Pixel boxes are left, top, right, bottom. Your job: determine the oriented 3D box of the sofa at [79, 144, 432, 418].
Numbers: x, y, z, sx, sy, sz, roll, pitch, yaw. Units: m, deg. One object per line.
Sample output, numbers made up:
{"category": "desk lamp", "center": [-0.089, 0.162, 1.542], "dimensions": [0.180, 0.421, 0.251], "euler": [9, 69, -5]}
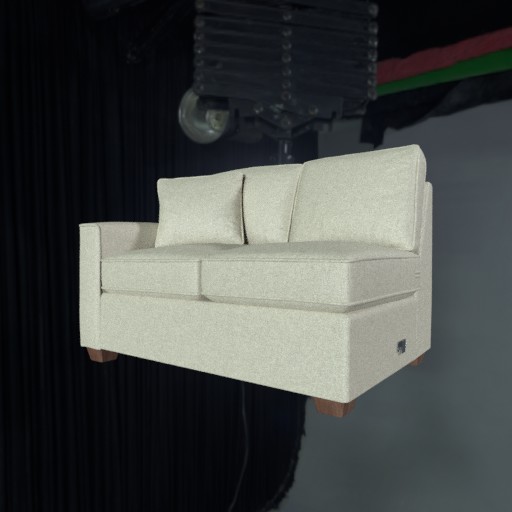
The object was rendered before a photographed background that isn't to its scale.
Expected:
{"category": "sofa", "center": [0.000, 0.000, 2.072], "dimensions": [1.388, 0.989, 0.991], "euler": [0, 1, 35]}
